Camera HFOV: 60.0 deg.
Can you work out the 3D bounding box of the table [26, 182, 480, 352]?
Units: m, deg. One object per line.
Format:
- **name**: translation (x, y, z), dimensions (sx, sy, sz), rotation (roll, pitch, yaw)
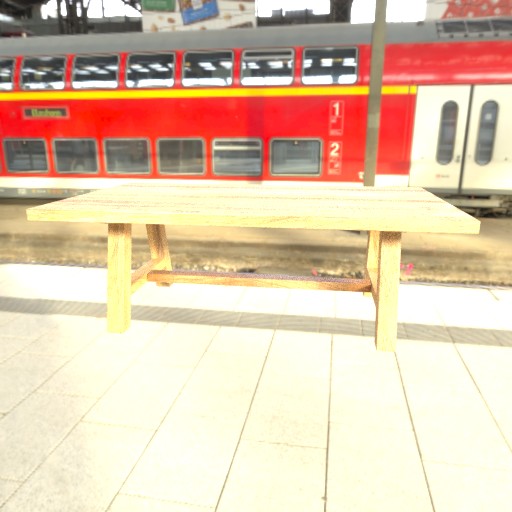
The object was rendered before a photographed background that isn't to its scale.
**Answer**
- **table**: translation (0.000, 0.000, 1.695), dimensions (1.320, 0.455, 0.760), rotation (2, 16, 8)
